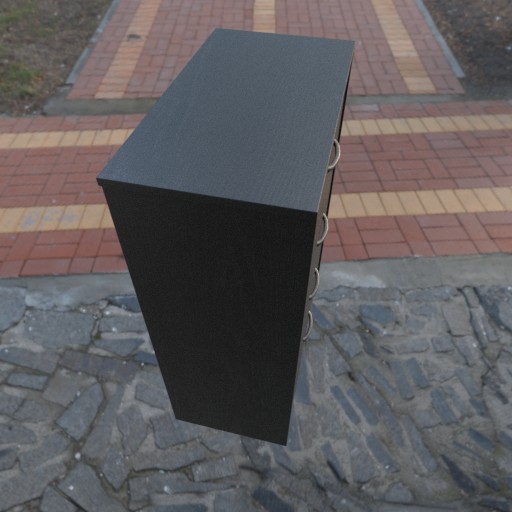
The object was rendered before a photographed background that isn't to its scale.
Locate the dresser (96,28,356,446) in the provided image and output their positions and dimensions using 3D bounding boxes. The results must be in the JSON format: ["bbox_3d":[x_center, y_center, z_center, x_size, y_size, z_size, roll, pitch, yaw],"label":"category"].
[{"bbox_3d":[0.000,0.000,1.333,0.398,1.020,0.700,10,48,9],"label":"dresser"}]
